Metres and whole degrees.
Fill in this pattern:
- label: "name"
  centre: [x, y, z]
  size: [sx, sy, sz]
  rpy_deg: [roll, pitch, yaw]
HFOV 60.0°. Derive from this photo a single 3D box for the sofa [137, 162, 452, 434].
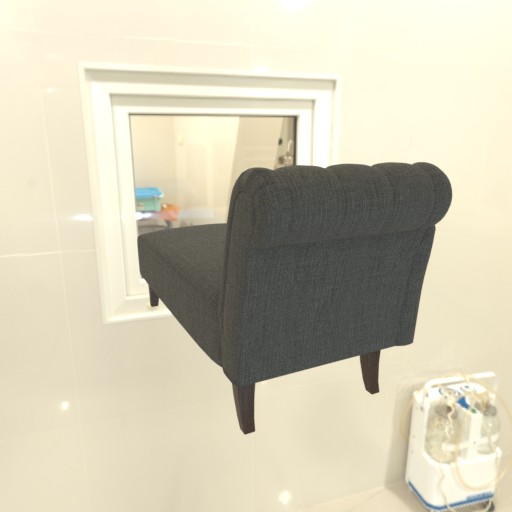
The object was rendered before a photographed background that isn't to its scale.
- label: "sofa"
  centre: [0.000, 0.000, 1.775]
  size: [0.675, 0.787, 1.379]
  rpy_deg: [-7, 17, -25]
